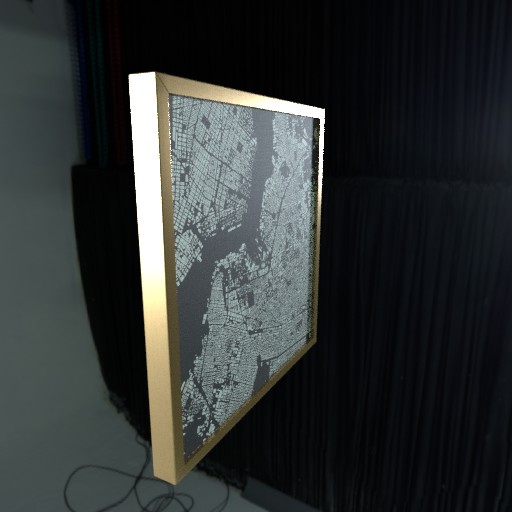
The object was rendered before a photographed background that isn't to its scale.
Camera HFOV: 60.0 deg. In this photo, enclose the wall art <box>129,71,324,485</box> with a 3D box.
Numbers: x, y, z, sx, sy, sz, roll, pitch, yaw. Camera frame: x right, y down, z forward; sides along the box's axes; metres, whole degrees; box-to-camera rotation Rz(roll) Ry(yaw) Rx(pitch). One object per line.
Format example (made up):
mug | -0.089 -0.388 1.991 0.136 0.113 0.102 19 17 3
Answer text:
wall art | 0.000 0.000 0.449 0.023 0.305 0.305 7 15 28
